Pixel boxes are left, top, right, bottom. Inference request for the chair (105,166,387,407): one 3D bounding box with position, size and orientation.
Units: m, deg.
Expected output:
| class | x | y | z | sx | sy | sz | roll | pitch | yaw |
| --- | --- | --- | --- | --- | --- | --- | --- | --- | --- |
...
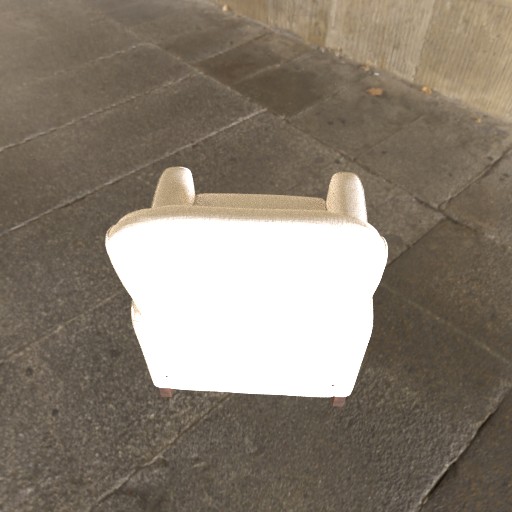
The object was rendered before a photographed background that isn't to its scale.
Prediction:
| class | x | y | z | sx | sy | sz | roll | pitch | yaw |
| --- | --- | --- | --- | --- | --- | --- | --- | --- | --- |
| chair | 0.000 | 0.000 | 1.671 | 0.841 | 1.028 | 0.858 | 2 | 47 | 2 |
